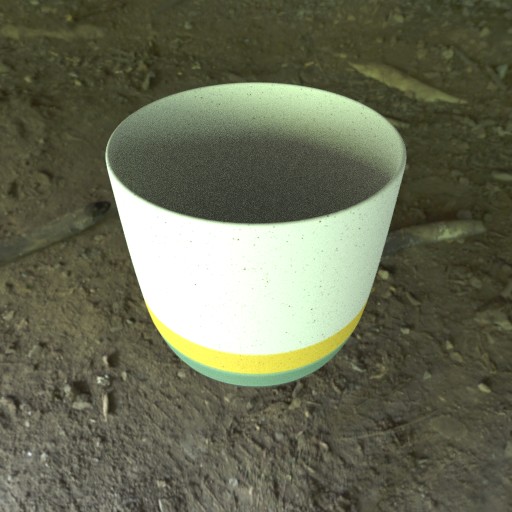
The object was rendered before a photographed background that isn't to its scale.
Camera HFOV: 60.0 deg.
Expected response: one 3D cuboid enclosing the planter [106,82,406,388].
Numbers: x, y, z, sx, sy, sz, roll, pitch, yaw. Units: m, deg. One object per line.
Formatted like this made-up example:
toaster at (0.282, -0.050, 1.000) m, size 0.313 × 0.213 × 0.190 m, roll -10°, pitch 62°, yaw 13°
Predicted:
planter at (0.000, 0.000, 0.366) m, size 0.195 × 0.214 × 0.195 m, roll 0°, pitch 42°, yaw 0°
